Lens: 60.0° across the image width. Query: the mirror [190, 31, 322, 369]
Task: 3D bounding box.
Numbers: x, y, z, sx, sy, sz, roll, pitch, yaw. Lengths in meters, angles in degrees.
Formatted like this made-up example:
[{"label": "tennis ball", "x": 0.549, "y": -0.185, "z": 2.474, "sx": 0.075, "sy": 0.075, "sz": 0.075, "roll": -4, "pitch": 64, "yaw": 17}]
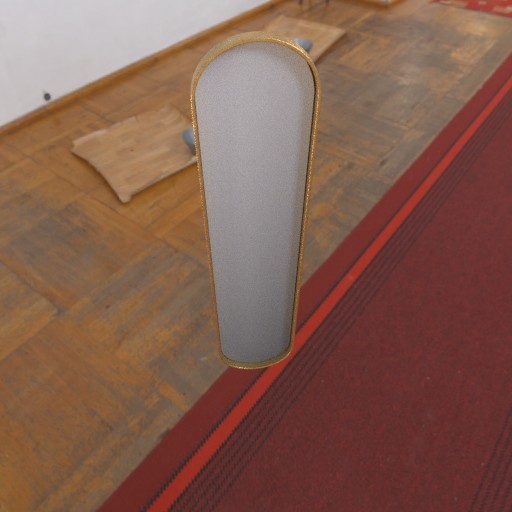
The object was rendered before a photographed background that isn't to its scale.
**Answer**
[{"label": "mirror", "x": 0.000, "y": 0.000, "z": 1.042, "sx": 0.222, "sy": 0.991, "sz": 0.032, "roll": -5, "pitch": 46, "yaw": -5}]
